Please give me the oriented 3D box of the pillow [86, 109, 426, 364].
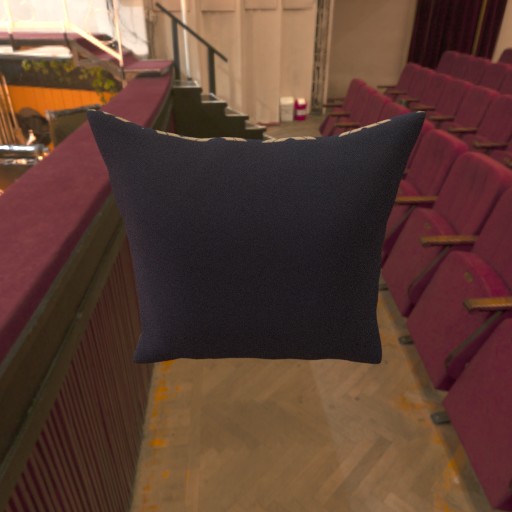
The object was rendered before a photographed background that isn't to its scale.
[{"bbox_3d":[0.000,0.000,0.775,0.504,0.494,0.188,0,29,0],"label":"pillow"}]
